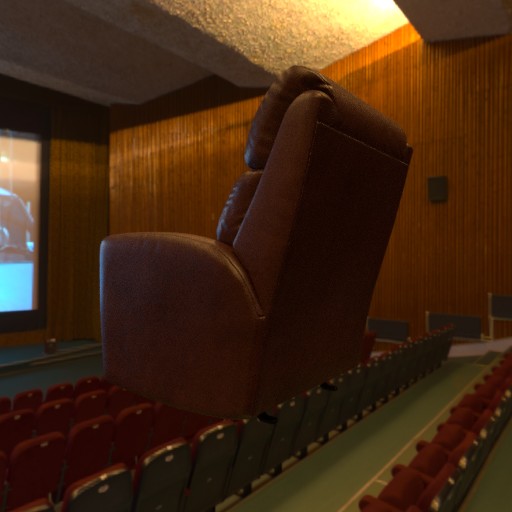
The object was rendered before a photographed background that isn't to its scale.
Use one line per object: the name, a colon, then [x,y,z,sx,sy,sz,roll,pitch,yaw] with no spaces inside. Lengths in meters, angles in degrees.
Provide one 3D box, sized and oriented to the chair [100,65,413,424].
chair: [0.000,0.000,1.643,0.939,1.016,0.787,0,0,37]
